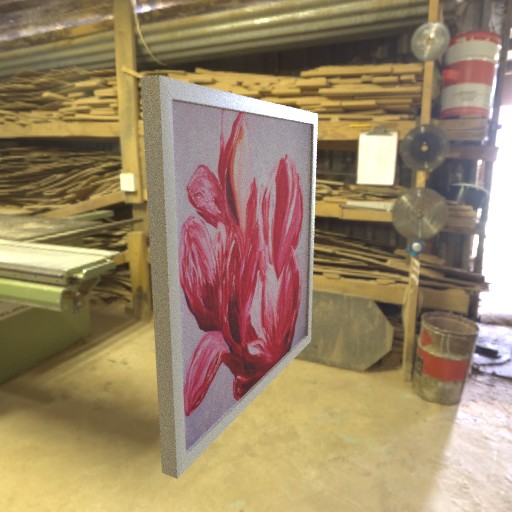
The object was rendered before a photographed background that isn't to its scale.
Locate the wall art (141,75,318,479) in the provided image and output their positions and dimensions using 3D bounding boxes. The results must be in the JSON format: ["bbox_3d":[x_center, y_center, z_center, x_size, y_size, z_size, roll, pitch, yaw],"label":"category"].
[{"bbox_3d":[0.000,0.000,0.682,0.023,0.453,0.455,6,14,27],"label":"wall art"}]
